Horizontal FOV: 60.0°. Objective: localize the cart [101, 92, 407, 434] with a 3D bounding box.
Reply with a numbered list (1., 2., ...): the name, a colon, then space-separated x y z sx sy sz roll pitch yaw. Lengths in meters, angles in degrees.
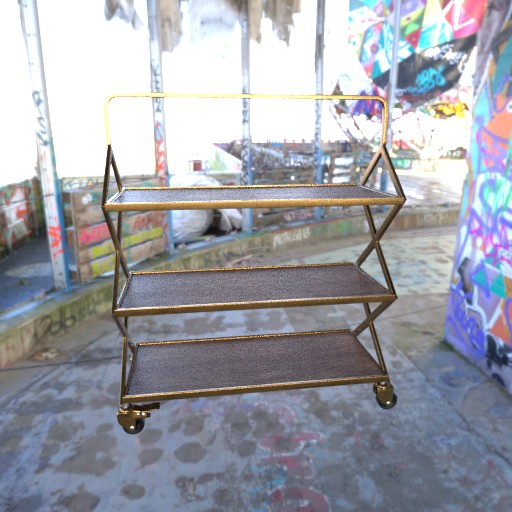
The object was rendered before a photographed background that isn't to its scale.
1. cart: 0.000 0.000 1.168 0.723 0.805 0.313 -2 16 -8
